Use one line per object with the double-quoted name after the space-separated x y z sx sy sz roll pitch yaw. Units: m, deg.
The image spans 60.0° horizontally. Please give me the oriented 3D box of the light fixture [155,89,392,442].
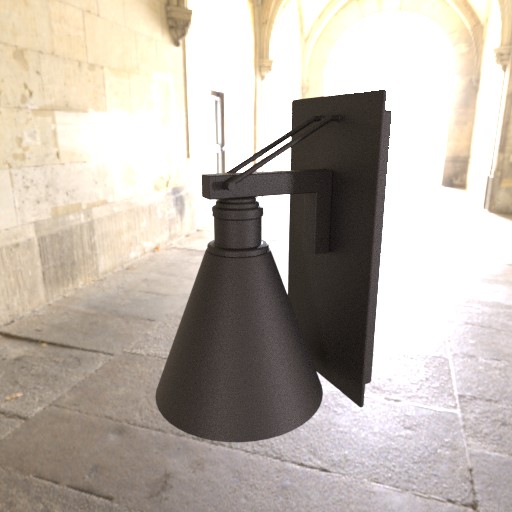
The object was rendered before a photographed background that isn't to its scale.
0.000 0.000 0.428 0.207 0.298 0.170 -8 17 -25 "light fixture"
